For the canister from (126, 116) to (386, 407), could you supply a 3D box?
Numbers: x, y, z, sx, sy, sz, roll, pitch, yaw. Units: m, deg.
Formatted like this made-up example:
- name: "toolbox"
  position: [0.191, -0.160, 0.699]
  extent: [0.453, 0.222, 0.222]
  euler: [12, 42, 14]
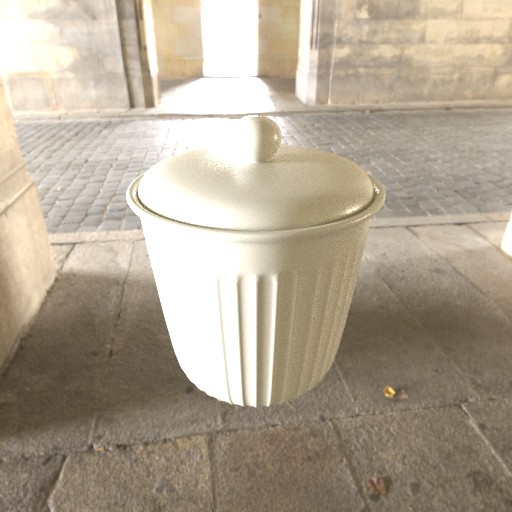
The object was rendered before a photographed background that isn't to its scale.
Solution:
- name: "canister"
  position: [0.000, 0.000, 0.346]
  extent: [0.181, 0.211, 0.181]
  euler: [0, 27, 0]
